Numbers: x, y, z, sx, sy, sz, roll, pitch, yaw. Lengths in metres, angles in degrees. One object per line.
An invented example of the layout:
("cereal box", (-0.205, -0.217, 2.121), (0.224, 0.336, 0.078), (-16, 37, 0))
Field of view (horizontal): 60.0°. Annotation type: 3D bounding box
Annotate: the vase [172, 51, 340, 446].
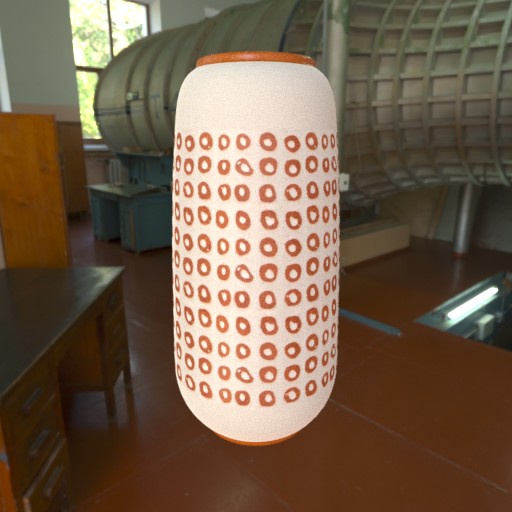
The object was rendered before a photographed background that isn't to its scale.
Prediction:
("vase", (0.000, 0.000, 0.347), (0.133, 0.282, 0.133), (0, 15, 0))
